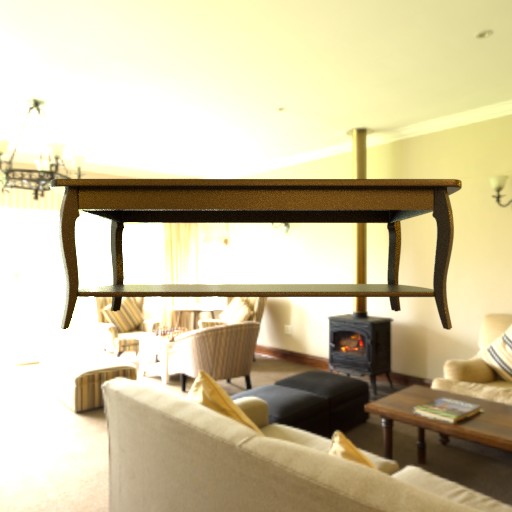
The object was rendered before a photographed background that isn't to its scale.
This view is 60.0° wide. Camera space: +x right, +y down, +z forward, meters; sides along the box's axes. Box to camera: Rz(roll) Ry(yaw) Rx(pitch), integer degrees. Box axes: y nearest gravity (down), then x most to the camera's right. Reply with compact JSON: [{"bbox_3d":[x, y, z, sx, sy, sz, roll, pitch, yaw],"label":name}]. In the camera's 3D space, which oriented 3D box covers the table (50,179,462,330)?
[{"bbox_3d":[0.000,0.000,1.612,1.333,0.457,0.571,0,-1,0],"label":"table"}]
